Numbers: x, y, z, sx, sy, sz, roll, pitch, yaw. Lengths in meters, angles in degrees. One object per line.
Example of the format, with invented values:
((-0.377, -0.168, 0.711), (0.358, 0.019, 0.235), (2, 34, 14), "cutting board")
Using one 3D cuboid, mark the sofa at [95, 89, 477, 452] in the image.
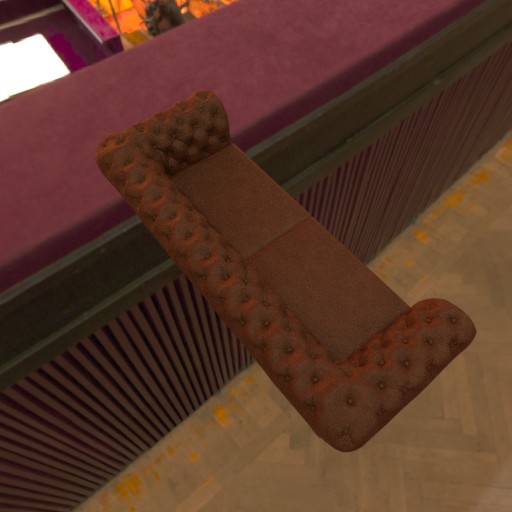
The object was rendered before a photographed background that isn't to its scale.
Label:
((0.000, 0.000, 2.767), (0.944, 0.783, 2.385), (-34, 64, -19), "sofa")
